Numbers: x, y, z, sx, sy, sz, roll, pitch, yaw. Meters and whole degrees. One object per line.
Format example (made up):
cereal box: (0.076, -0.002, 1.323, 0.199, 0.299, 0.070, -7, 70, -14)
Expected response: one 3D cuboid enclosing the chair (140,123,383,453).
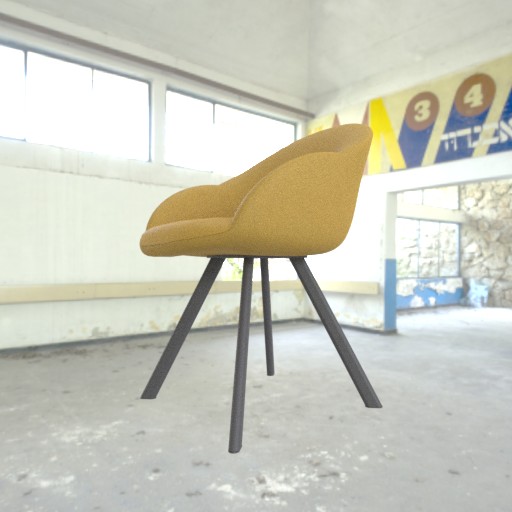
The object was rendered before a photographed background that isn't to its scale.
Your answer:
chair: (0.000, 0.000, 1.207, 0.583, 0.793, 0.551, 1, -1, -37)
